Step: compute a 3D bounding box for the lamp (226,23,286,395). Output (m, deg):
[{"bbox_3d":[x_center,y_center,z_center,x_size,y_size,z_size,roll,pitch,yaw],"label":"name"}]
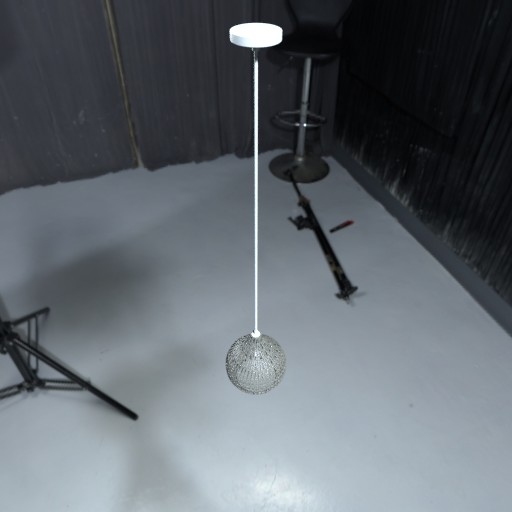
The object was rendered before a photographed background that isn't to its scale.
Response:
[{"bbox_3d":[0.000,0.000,2.047,0.355,1.919,0.355,-13,43,-14],"label":"lamp"}]
